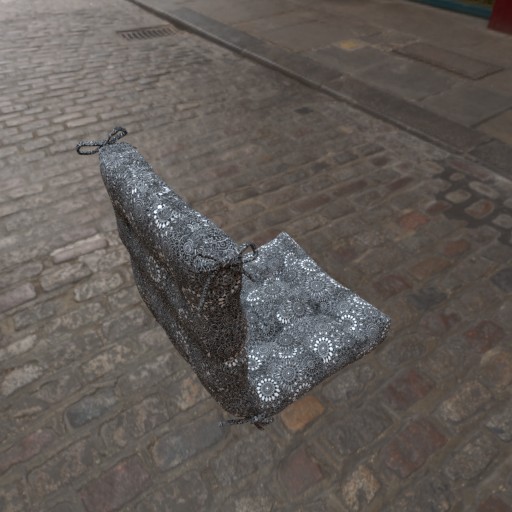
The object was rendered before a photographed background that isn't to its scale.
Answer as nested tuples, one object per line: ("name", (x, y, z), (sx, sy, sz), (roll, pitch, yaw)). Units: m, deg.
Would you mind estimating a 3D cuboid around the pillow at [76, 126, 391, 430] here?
("pillow", (0.000, 0.000, 1.061), (0.571, 0.605, 0.519), (-25, 47, -26))
